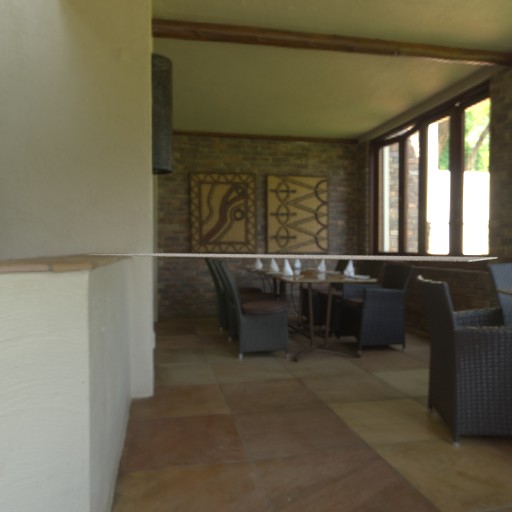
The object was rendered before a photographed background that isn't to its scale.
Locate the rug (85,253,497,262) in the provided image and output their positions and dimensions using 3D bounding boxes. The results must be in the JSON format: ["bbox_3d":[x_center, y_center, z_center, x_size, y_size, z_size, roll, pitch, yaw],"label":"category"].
[{"bbox_3d":[0.000,0.000,2.619,2.437,0.005,0.688,1,1,37],"label":"rug"}]
